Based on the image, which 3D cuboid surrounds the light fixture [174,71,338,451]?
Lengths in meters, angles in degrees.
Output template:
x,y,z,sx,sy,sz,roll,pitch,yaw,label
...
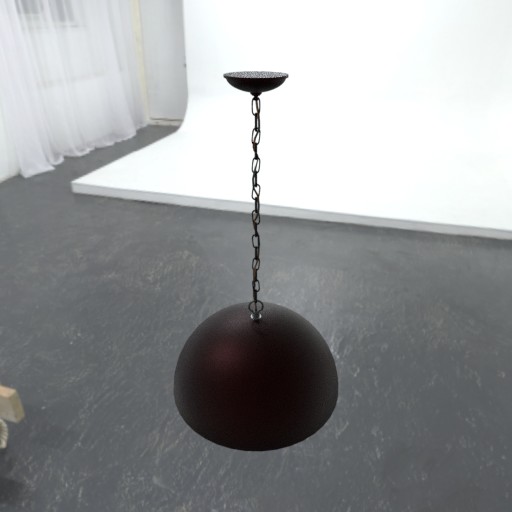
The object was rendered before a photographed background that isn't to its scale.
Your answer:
x,y,z,sx,sy,sz,roll,pitch,yaw,label
0.000,0.000,1.141,0.492,0.869,0.492,-1,28,-3,light fixture
